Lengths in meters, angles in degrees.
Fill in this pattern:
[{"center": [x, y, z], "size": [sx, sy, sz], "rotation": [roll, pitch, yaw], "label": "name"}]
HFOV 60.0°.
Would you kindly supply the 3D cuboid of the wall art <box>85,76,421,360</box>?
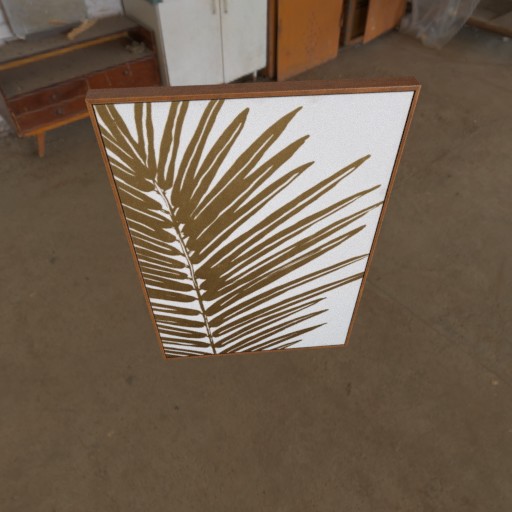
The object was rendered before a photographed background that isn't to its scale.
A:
[{"center": [0.000, 0.000, 1.149], "size": [0.610, 0.914, 0.037], "rotation": [-4, 48, -3], "label": "wall art"}]
